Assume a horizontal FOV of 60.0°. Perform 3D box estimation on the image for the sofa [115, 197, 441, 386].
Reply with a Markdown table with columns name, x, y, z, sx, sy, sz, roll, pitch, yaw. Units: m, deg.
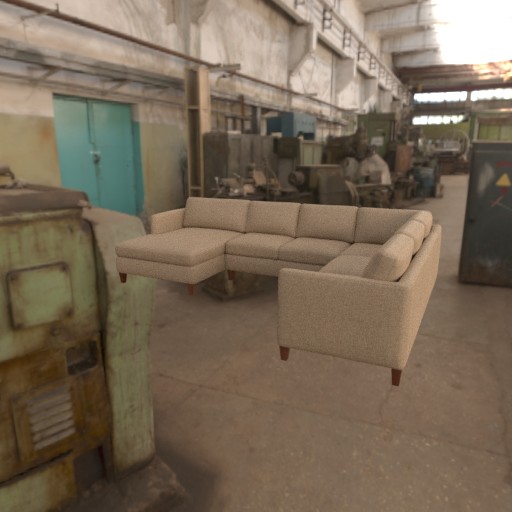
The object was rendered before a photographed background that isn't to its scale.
| name | x | y | z | sx | sy | sz | roll | pitch | yaw |
| --- | --- | --- | --- | --- | --- | --- | --- | --- | --- |
| sofa | 0.000 | 0.000 | 4.626 | 3.403 | 0.889 | 2.551 | 7 | 16 | 26 |
